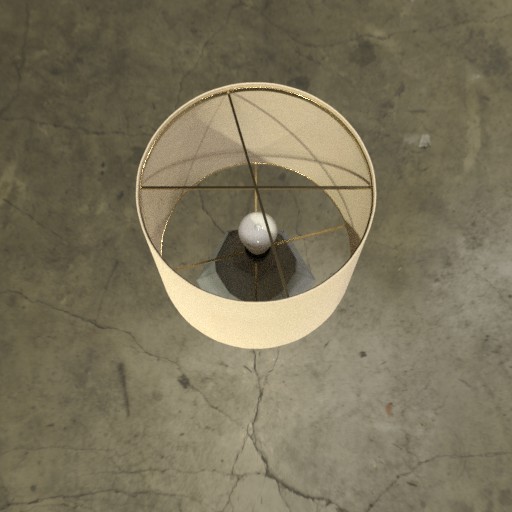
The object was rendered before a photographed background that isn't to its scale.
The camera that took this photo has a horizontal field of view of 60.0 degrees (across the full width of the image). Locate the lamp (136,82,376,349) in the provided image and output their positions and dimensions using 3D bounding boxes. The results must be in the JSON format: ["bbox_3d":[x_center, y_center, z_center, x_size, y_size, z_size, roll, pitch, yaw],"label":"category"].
[{"bbox_3d":[0.000,0.000,0.663,0.276,0.501,0.276,0,74,0],"label":"lamp"}]
